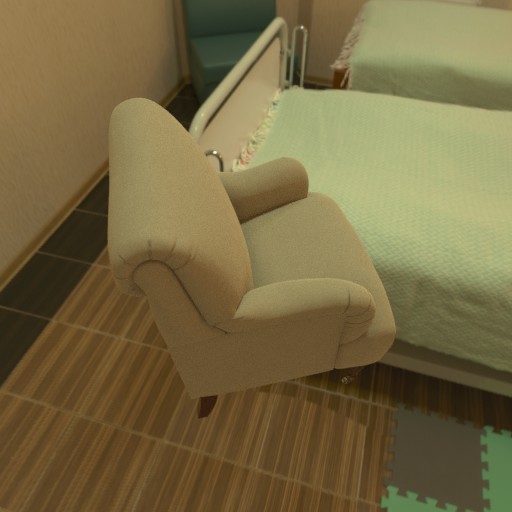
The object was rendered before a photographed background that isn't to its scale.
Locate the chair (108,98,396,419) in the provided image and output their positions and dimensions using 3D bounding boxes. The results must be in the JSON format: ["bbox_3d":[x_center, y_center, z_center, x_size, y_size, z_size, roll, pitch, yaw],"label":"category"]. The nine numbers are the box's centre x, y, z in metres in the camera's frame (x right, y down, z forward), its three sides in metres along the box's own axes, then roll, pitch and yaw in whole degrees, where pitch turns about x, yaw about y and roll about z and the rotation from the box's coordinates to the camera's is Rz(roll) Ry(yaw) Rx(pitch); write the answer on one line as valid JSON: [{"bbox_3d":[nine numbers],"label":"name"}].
[{"bbox_3d":[0.000,0.000,1.570,0.842,0.942,0.766,-9,46,-9],"label":"chair"}]
